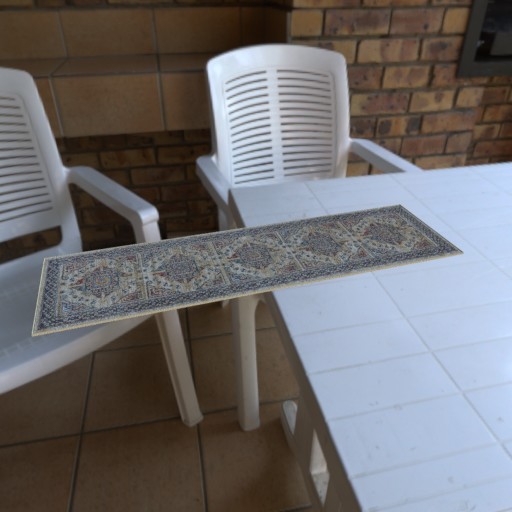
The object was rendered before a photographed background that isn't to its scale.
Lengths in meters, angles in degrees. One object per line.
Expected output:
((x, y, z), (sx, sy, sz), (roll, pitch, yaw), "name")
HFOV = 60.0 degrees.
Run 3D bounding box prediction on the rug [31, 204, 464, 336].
((0.000, 0.000, 2.521), (2.297, 0.013, 0.661), (-10, 34, -15), "rug")
